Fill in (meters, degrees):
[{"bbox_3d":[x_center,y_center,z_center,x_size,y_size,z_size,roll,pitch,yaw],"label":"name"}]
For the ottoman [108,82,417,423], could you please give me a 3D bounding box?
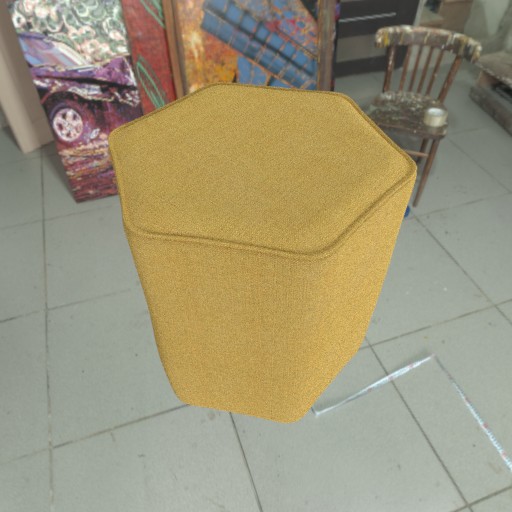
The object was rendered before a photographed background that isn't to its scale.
[{"bbox_3d":[0.000,0.000,0.861,0.443,0.502,0.494,32,54,27],"label":"ottoman"}]
